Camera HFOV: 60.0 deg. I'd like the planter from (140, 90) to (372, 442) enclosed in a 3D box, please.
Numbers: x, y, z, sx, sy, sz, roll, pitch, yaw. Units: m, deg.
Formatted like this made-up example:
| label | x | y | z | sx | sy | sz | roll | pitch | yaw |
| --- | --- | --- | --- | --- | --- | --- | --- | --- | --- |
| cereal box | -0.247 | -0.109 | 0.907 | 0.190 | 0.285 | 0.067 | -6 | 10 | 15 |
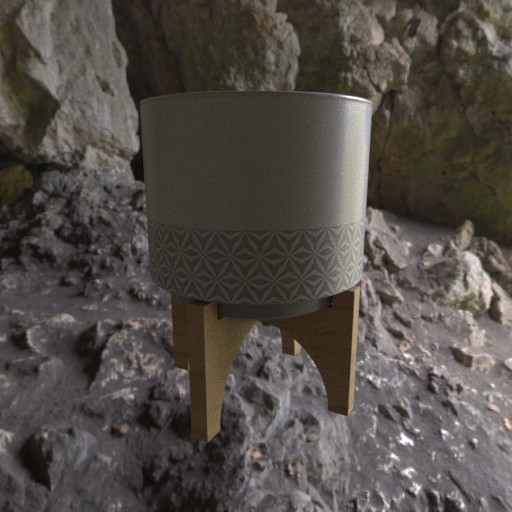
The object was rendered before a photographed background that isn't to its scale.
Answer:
| label | x | y | z | sx | sy | sz | roll | pitch | yaw |
| --- | --- | --- | --- | --- | --- | --- | --- | --- | --- |
| planter | 0.000 | 0.000 | 0.401 | 0.188 | 0.260 | 0.188 | 0 | 14 | 0 |
